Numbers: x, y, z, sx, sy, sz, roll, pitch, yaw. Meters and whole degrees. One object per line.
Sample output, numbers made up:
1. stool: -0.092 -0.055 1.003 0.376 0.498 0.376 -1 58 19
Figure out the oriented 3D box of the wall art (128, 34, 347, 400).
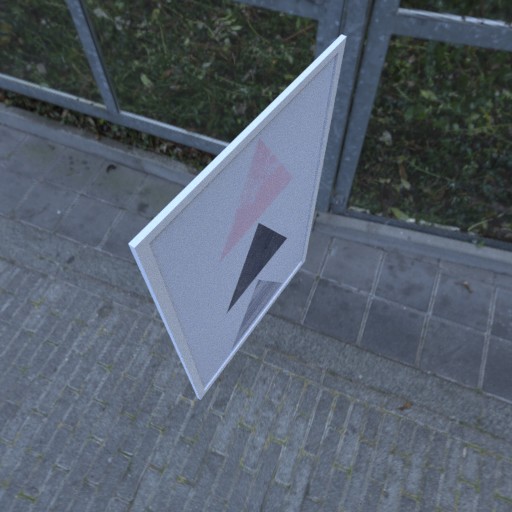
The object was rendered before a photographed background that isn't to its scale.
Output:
1. wall art: 0.000 0.000 1.214 0.013 0.940 0.659 31 63 17
